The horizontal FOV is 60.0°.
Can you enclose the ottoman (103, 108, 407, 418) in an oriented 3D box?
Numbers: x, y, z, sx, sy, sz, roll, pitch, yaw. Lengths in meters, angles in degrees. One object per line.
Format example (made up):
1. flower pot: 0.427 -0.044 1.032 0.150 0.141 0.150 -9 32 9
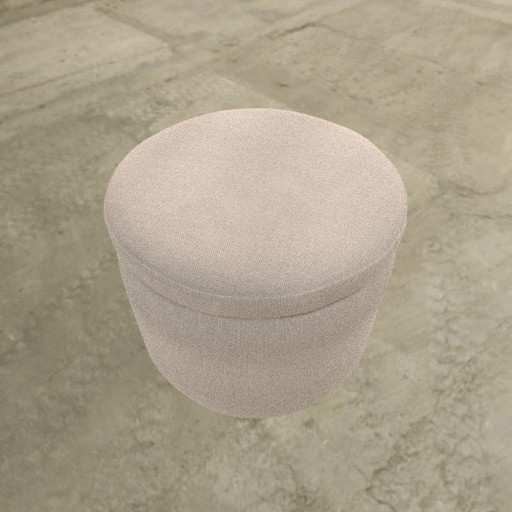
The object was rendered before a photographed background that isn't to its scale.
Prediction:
1. ottoman: 0.000 0.000 0.858 0.497 0.409 0.497 0 46 0
